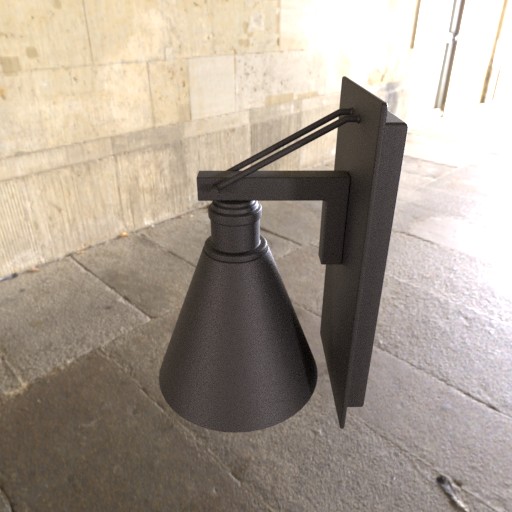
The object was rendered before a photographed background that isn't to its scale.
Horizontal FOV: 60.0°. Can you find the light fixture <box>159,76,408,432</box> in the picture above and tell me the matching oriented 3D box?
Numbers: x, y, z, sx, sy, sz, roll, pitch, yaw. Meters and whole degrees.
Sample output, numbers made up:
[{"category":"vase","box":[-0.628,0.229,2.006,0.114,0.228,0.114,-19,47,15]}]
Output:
[{"category":"light fixture","box":[0.000,0.000,0.415,0.207,0.298,0.170,0,28,0]}]
